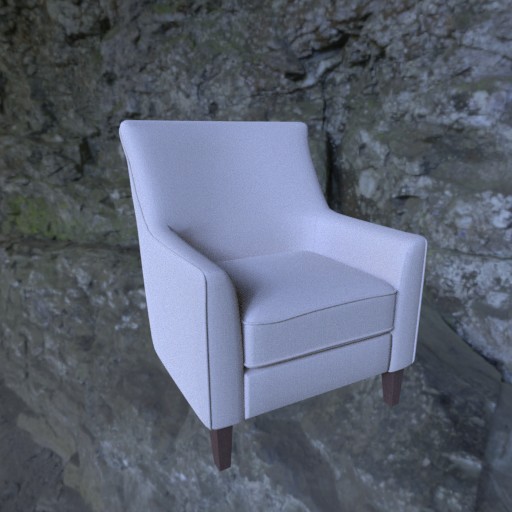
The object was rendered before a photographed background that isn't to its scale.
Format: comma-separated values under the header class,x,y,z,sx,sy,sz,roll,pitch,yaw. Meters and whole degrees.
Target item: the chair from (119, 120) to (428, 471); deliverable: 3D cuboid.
class,x,y,z,sx,sy,sz,roll,pitch,yaw
chair,0.000,0.000,1.555,0.756,0.916,0.879,-8,18,-27
